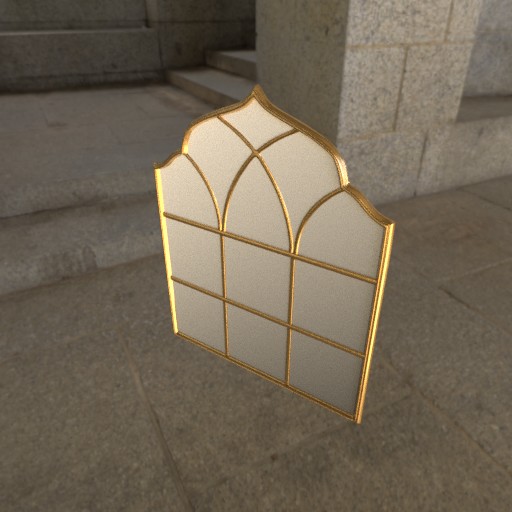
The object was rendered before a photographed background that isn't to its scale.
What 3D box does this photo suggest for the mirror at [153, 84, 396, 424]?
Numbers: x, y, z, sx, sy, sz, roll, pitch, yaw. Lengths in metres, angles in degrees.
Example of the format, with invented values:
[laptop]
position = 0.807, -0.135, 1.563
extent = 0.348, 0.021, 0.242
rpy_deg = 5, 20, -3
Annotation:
[mirror]
position = 0.000, 0.000, 0.871
extent = 0.513, 0.635, 0.018
rpy_deg = 19, 35, 28
